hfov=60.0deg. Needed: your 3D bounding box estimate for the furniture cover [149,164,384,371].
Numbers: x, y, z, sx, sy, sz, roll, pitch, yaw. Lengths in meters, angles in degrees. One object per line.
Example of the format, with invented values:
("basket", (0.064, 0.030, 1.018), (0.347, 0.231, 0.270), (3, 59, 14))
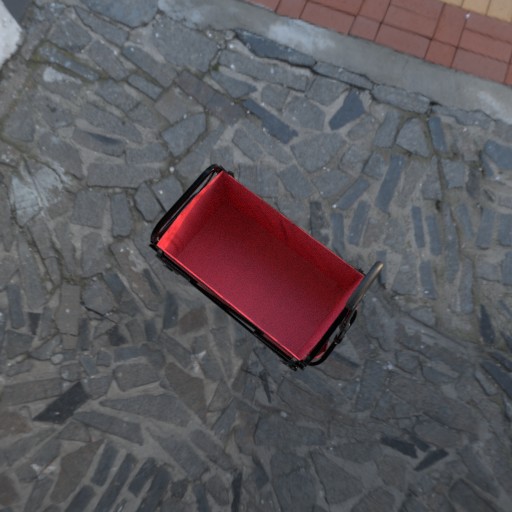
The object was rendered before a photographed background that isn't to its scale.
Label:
("furniture cover", (0.000, 0.000, 1.839), (1.038, 1.295, 0.532), (38, 79, 9))
